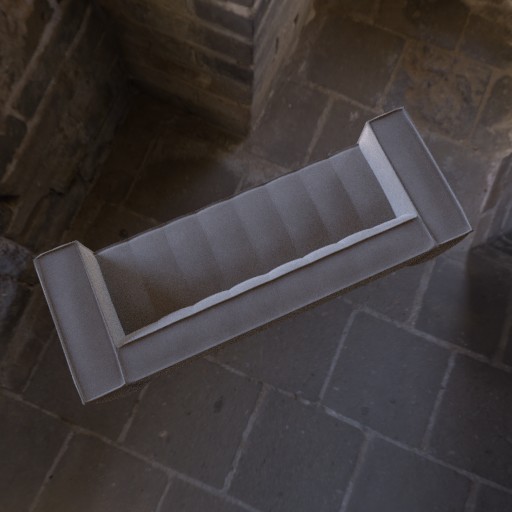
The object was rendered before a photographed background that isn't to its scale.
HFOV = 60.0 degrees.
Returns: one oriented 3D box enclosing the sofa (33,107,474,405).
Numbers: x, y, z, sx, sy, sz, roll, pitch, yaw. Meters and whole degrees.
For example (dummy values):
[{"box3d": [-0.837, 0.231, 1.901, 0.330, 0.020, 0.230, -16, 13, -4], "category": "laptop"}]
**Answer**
[{"box3d": [0.000, 0.000, 3.133, 2.697, 0.680, 1.038, -23, 78, -5], "category": "sofa"}]
